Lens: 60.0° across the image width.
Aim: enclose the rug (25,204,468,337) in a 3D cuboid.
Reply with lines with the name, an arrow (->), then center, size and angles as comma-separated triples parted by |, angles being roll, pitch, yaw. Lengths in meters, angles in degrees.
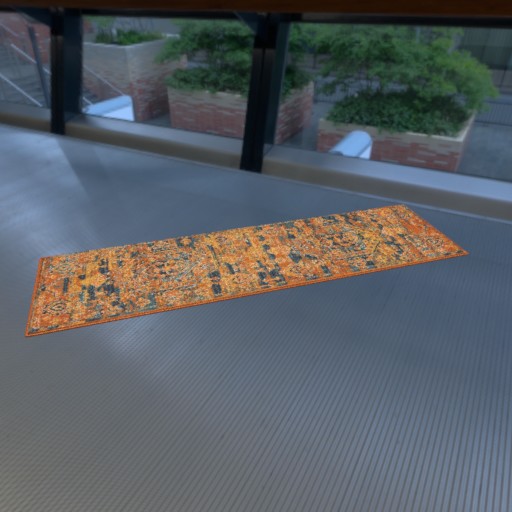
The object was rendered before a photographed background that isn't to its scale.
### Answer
rug -> 0.000, 0.000, 2.440 | 2.274, 0.016, 0.651 | -9, 34, -14
